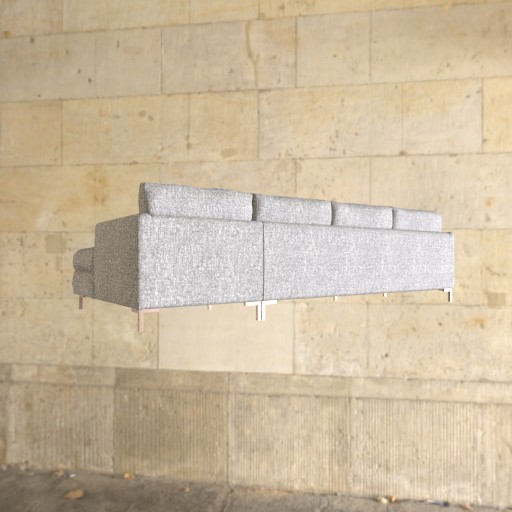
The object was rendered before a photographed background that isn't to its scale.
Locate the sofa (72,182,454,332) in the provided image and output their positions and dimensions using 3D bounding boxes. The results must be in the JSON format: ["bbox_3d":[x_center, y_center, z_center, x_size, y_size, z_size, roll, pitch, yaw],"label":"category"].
[{"bbox_3d":[0.000,0.000,3.635,2.737,0.756,1.879,0,-1,-35],"label":"sofa"}]
